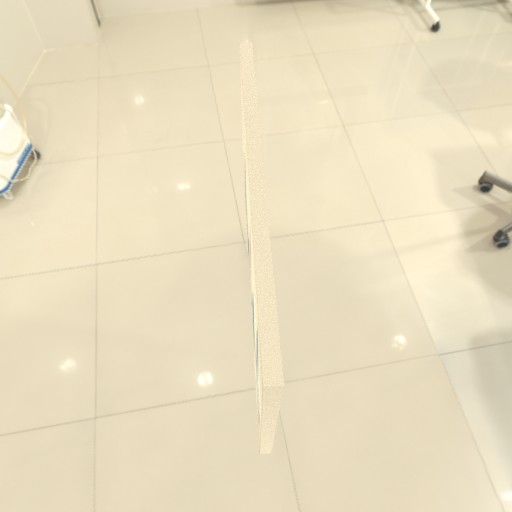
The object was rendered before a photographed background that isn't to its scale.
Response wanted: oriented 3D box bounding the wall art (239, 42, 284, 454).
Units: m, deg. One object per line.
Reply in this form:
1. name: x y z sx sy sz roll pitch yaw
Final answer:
1. wall art: 0.000 0.000 1.364 0.038 0.762 1.016 -3 58 -2
